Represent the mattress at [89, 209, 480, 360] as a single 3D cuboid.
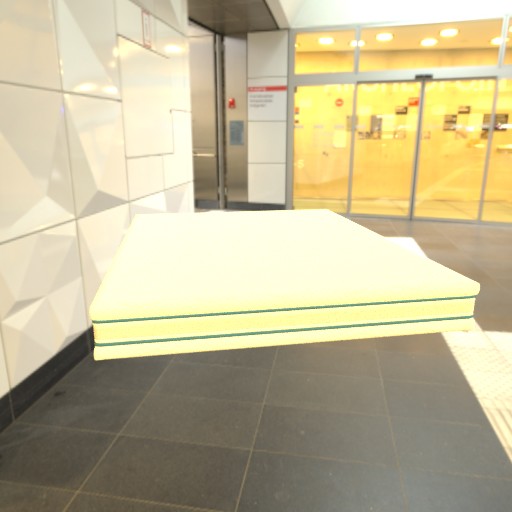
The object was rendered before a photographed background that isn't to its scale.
[{"bbox_3d":[0.000,0.000,2.734,1.600,0.230,2.000,-3,15,-10],"label":"mattress"}]
